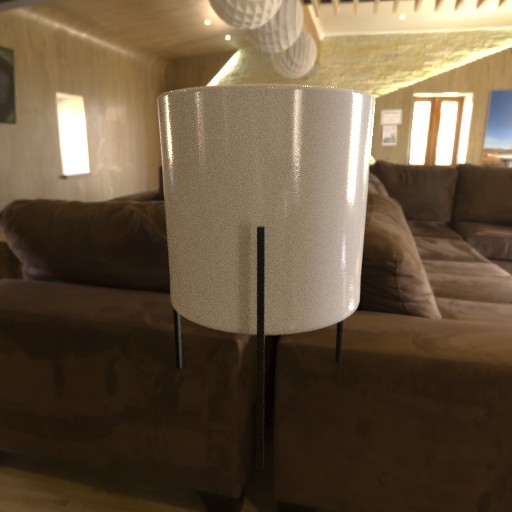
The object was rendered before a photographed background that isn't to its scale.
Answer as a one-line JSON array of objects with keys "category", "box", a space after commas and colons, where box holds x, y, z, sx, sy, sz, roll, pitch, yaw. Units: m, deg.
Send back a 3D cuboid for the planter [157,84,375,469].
[{"category": "planter", "box": [0.000, 0.000, 0.640, 0.308, 0.431, 0.307, 7, 16, 27]}]
